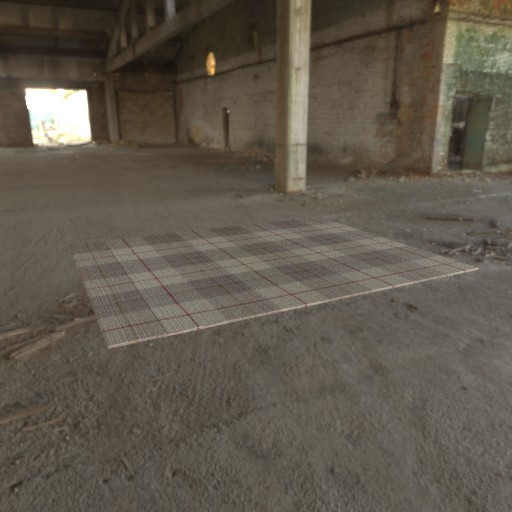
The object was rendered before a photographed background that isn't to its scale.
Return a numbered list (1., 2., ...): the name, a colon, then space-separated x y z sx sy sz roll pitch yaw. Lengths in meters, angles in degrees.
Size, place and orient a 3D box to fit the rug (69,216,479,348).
1. rug: 0.000 0.000 4.018 2.959 0.016 2.317 -8 19 -26
